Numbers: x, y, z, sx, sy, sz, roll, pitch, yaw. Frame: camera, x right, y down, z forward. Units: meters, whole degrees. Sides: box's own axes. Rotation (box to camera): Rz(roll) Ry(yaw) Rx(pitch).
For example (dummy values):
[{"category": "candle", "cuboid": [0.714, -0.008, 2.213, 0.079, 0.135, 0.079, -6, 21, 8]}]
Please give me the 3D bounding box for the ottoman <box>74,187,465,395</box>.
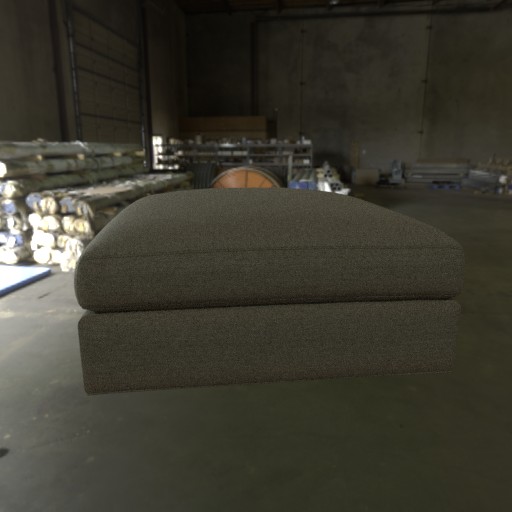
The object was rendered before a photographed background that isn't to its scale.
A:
[{"category": "ottoman", "cuboid": [0.000, 0.000, 1.635, 1.041, 0.470, 1.041, -2, 14, -7]}]
